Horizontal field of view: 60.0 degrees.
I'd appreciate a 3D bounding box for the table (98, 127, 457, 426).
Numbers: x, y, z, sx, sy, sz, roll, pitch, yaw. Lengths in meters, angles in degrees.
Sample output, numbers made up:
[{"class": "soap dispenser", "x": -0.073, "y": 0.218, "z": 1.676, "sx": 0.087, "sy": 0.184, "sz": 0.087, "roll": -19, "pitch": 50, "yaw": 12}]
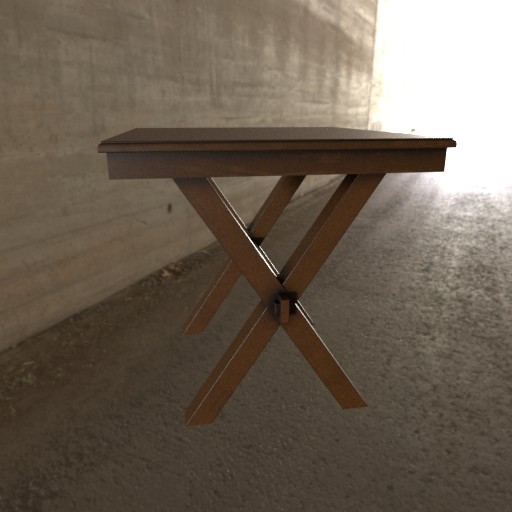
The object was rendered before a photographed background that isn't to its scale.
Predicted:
[{"class": "table", "x": 0.000, "y": 0.000, "z": 1.041, "sx": 0.560, "sy": 0.562, "sz": 0.602, "roll": -3, "pitch": 18, "yaw": -9}]
